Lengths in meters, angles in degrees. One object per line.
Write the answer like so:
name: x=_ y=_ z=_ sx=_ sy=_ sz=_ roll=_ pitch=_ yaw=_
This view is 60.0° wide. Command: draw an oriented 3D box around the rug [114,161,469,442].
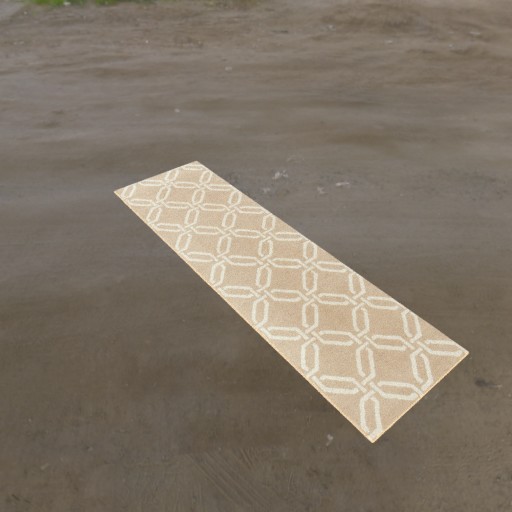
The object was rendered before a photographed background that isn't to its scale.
rug: x=0.000 y=0.000 z=2.537 sx=0.678 sy=0.014 sz=2.276 roll=-28 pitch=48 yaw=-28
